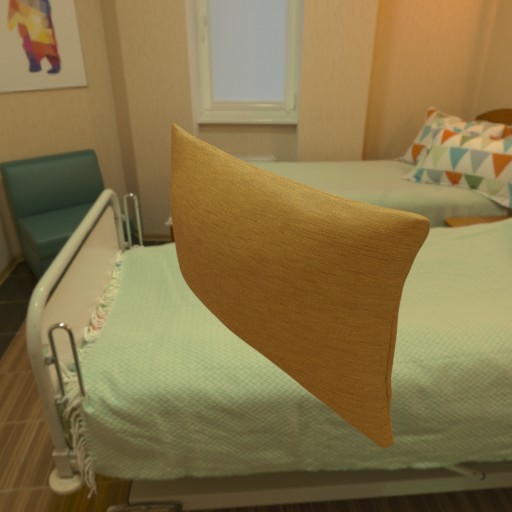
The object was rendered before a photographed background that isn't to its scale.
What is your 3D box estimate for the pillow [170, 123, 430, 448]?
[{"bbox_3d":[0.000,0.000,0.771,0.210,0.354,0.634,-17,32,-31],"label":"pillow"}]
